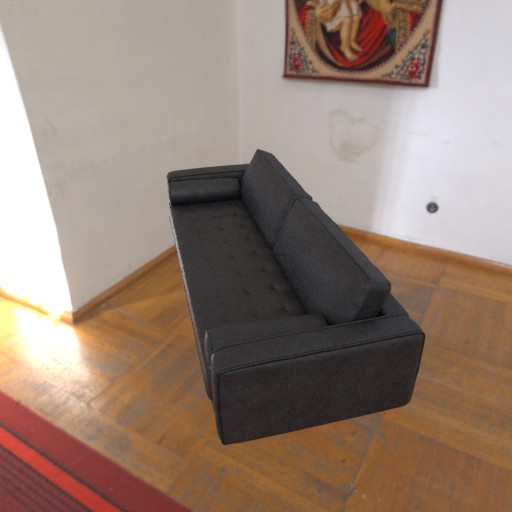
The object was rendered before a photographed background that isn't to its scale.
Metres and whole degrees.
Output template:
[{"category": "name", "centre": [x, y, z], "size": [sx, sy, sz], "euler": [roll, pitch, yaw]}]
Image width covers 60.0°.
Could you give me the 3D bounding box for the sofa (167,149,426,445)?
[{"category": "sofa", "centre": [0.000, 0.000, 2.714], "size": [0.914, 0.762, 2.210], "euler": [-8, 32, -12]}]
